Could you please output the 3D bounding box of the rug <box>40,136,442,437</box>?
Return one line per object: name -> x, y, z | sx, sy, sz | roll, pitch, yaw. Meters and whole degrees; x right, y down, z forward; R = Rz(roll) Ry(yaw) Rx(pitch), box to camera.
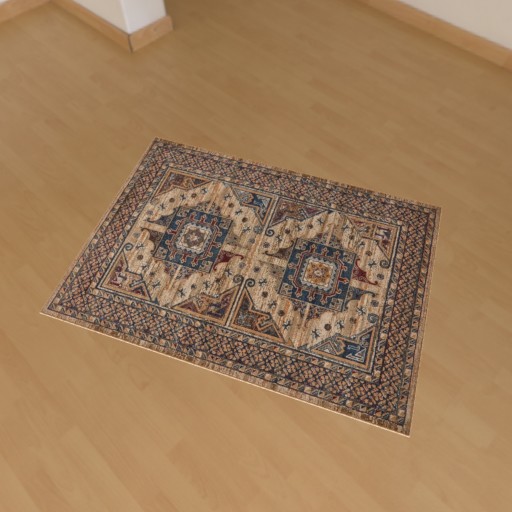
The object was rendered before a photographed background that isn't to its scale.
rug -> 0.000, 0.000, 2.904 | 2.227, 0.008, 1.611 | 16, 59, 10
